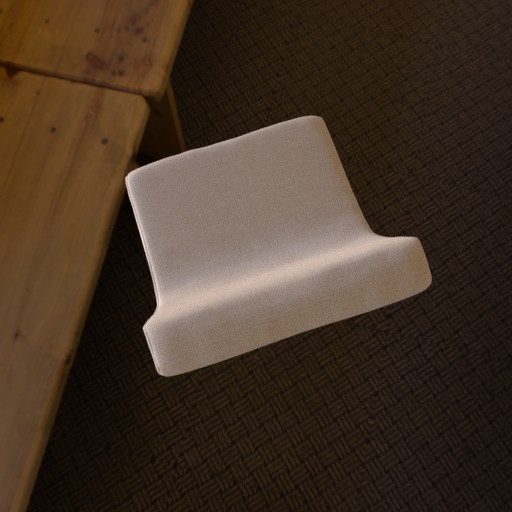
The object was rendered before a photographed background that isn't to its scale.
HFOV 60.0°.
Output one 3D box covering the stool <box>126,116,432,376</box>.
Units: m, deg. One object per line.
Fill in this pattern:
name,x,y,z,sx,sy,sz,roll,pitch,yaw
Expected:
stool,0.000,0.000,1.238,0.511,0.937,0.500,-18,78,-4
